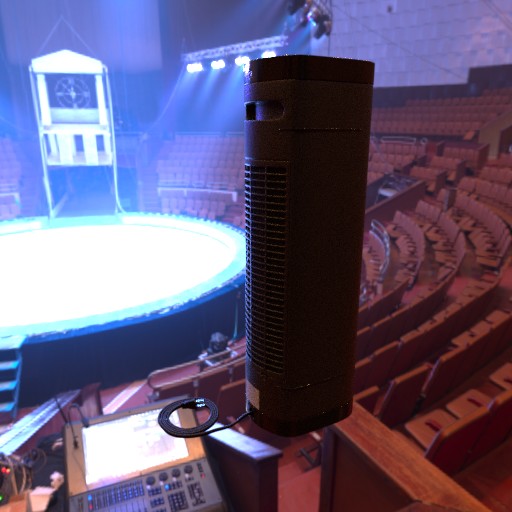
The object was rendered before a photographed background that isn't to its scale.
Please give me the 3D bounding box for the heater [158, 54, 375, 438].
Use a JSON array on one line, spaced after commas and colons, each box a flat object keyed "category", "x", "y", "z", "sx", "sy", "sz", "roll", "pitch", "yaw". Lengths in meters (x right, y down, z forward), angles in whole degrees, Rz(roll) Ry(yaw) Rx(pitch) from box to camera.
[{"category": "heater", "x": 0.000, "y": 0.000, "z": 0.680, "sx": 0.312, "sy": 0.552, "sz": 0.174, "roll": -8, "pitch": 17, "yaw": -27}]
